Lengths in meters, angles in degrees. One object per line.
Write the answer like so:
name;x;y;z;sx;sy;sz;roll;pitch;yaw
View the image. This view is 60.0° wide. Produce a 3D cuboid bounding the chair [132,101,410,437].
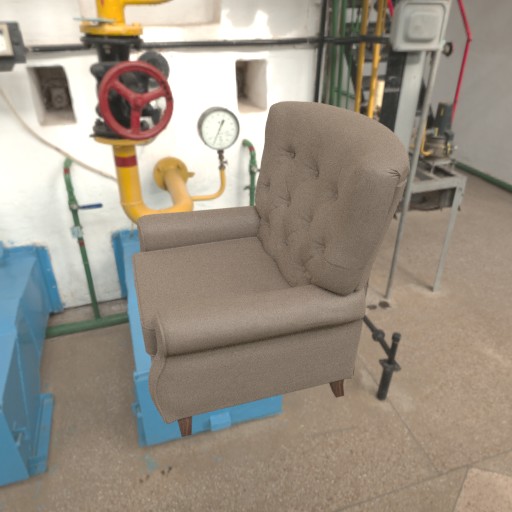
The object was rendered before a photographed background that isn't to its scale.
chair;0.000;0.000;1.900;1.041;1.138;0.999;-9;31;-15
